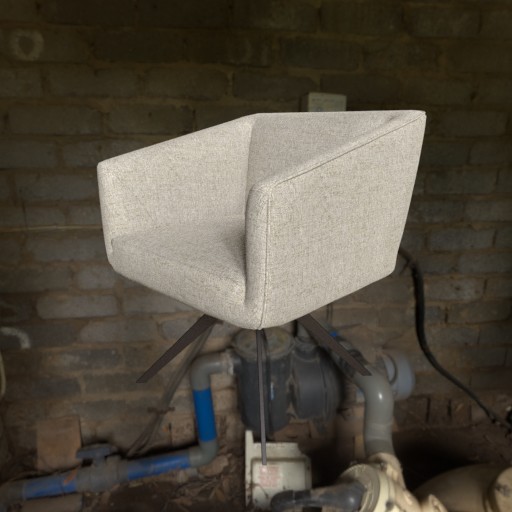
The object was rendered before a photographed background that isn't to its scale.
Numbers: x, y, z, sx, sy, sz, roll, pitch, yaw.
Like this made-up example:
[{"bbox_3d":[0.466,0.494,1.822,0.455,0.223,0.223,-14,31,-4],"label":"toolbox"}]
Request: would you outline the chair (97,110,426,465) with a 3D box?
[{"bbox_3d":[0.000,0.000,1.214,0.628,0.760,0.623,16,23,42],"label":"chair"}]
